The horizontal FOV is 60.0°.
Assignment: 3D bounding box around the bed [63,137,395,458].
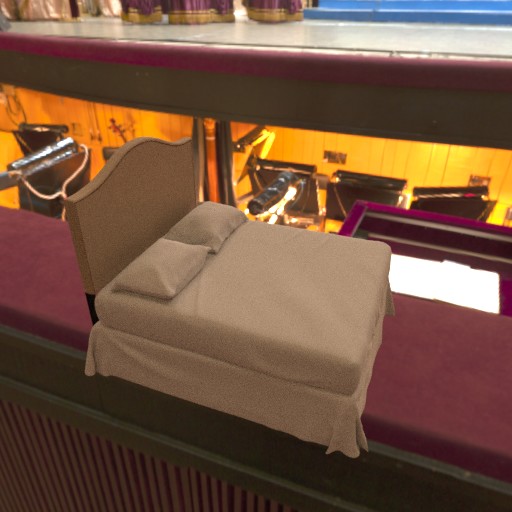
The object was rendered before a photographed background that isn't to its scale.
[{"bbox_3d":[0.000,0.000,3.498,2.221,1.645,1.876,11,32,18],"label":"bed"}]
